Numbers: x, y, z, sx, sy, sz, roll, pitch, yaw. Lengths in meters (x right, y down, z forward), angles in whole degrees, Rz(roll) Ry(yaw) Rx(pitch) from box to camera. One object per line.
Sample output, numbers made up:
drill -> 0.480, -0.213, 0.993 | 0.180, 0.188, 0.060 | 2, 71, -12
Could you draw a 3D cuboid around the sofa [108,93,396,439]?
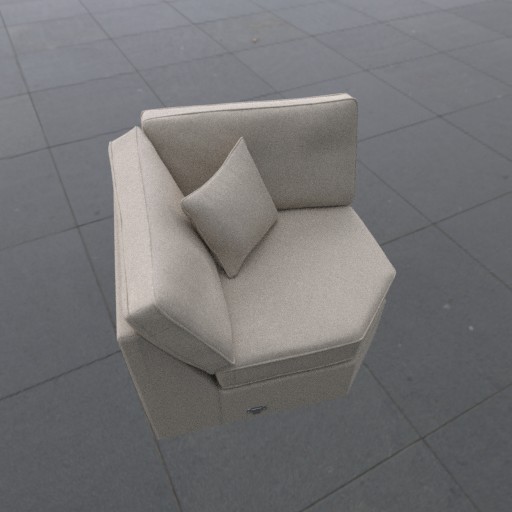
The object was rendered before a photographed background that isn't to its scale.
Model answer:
sofa -> 0.000, 0.000, 1.834 | 1.042, 0.937, 1.050 | -9, 46, -9
